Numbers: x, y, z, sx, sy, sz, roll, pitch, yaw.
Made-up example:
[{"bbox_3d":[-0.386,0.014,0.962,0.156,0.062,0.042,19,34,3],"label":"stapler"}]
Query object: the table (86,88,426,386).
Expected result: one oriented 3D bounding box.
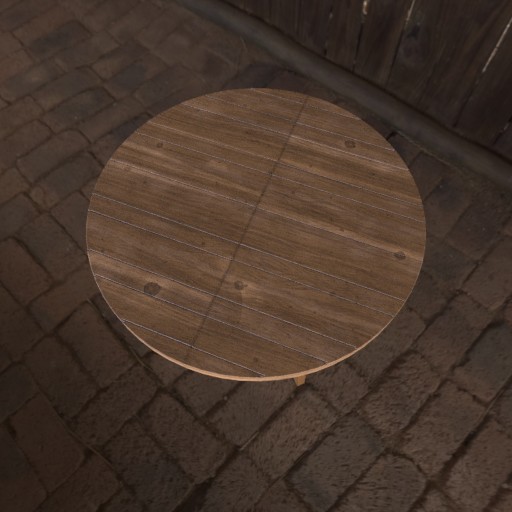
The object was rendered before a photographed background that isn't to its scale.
[{"bbox_3d":[0.000,0.000,1.947,1.213,0.764,1.213,0,63,0],"label":"table"}]
